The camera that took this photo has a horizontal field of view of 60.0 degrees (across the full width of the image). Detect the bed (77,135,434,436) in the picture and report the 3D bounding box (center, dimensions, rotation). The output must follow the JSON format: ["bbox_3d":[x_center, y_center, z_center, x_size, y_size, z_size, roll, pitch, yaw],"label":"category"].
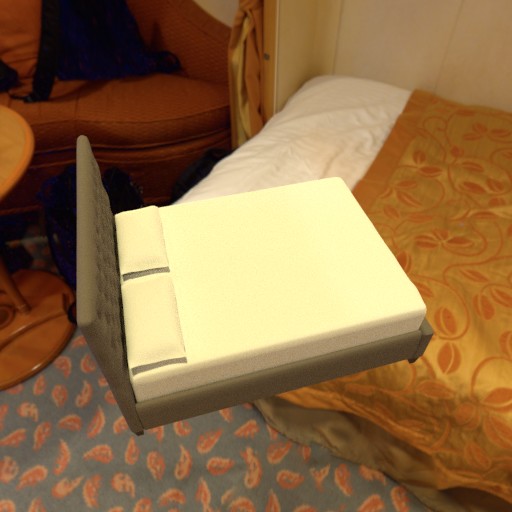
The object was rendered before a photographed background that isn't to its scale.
[{"bbox_3d":[0.000,0.000,3.339,2.233,1.426,1.696,-11,48,-10],"label":"bed"}]
